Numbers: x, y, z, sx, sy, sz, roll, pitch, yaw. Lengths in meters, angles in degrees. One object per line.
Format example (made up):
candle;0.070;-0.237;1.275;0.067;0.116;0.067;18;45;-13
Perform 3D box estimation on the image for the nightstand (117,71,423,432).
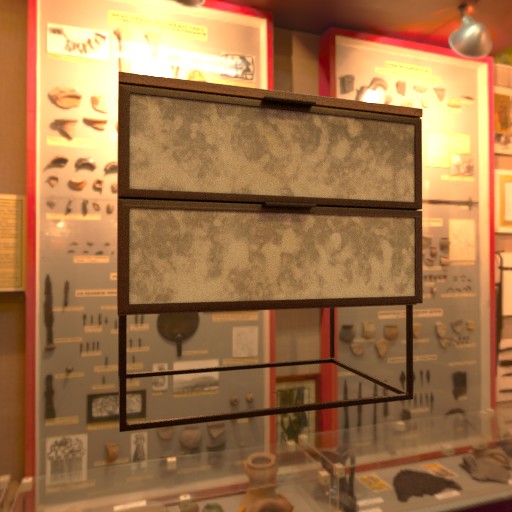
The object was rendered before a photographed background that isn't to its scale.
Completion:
nightstand;0.000;0.000;1.012;0.605;0.611;0.427;0;-1;-18
